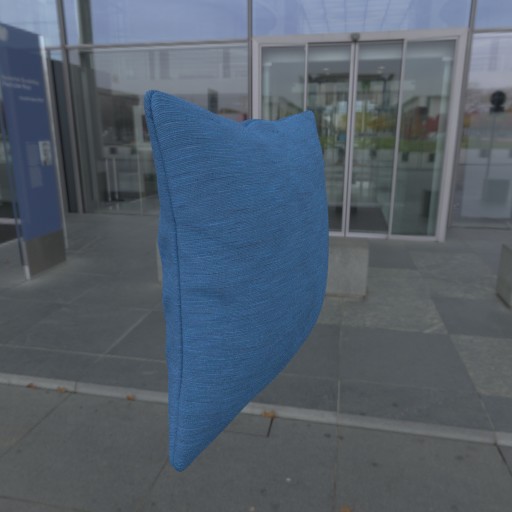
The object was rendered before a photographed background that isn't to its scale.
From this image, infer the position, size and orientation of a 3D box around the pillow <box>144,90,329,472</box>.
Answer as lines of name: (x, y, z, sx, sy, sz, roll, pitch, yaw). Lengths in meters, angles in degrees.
pillow: (0.000, 0.000, 0.641, 0.177, 0.420, 0.437, 8, 17, 25)
